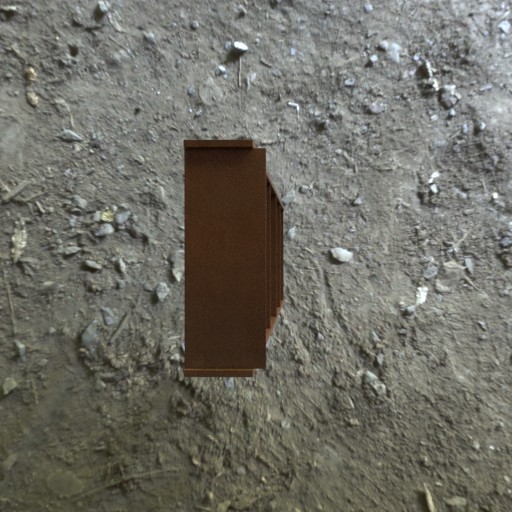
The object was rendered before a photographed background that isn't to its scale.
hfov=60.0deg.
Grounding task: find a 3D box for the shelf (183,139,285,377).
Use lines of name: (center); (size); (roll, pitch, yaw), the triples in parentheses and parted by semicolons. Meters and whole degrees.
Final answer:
shelf: (0.000, 0.000, 2.166); (0.382, 1.892, 0.660); (0, 90, 1)
